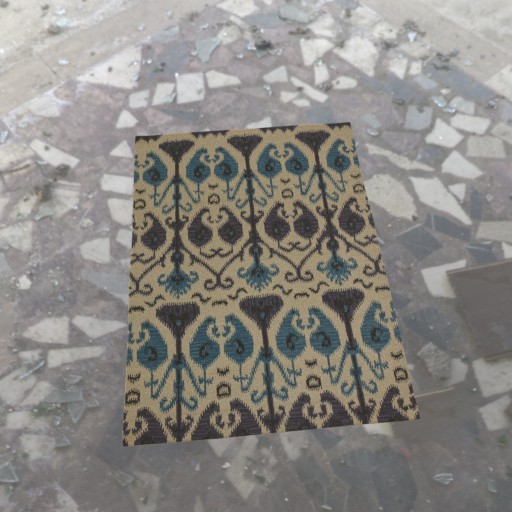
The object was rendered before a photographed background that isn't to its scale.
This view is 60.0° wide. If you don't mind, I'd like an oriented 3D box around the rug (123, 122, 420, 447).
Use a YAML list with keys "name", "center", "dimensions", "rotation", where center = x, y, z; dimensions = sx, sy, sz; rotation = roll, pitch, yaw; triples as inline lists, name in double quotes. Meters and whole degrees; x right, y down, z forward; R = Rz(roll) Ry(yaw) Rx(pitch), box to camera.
- name: "rug"
  center: [0.000, 0.000, 4.310]
  dimensions: [2.443, 0.024, 3.228]
  rotation: [-4, 64, -2]
